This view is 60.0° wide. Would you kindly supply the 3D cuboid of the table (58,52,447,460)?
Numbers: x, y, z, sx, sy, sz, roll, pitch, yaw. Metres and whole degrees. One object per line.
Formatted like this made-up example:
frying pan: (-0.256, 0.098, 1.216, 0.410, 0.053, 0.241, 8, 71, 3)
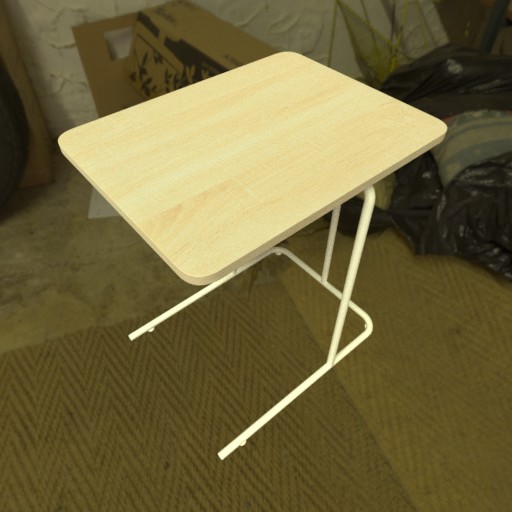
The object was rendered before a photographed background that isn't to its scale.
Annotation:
table: (0.000, 0.000, 0.866, 0.480, 0.550, 0.370, -32, 55, -26)
